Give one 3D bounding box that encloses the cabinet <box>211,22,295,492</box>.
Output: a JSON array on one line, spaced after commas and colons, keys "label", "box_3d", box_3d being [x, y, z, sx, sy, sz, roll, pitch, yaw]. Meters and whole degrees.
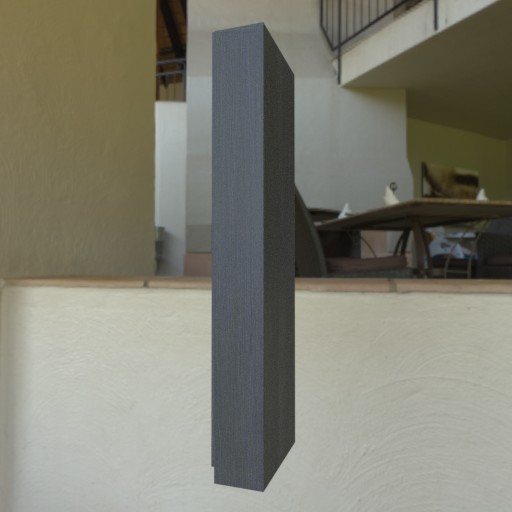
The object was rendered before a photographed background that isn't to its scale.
[{"label": "cabinet", "box_3d": [0.000, 0.000, 1.962, 0.230, 1.790, 0.500, 0, -1, 19]}]
